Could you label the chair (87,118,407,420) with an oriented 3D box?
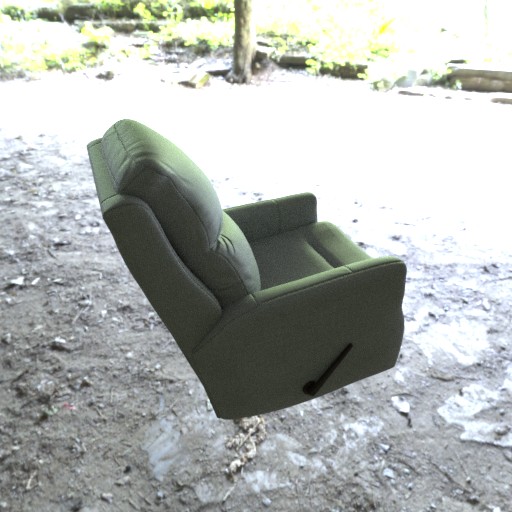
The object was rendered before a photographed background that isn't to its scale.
[{"bbox_3d":[0.000,0.000,1.735,1.080,1.030,0.829,-11,32,-18],"label":"chair"}]
